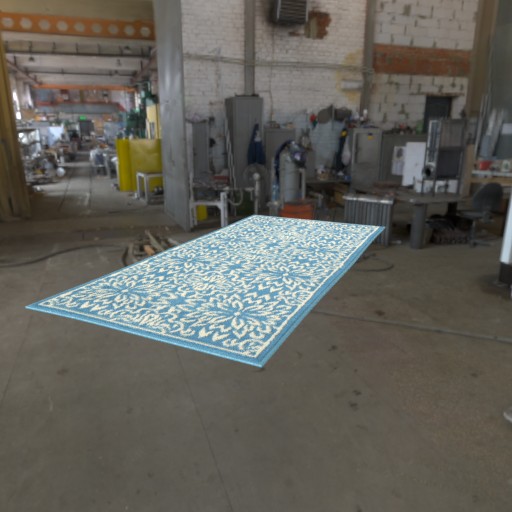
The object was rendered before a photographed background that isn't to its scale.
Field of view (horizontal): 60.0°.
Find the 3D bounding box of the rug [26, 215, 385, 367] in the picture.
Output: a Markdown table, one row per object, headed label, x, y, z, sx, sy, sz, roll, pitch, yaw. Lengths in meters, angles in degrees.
| label | x | y | z | sx | sy | sz | roll | pitch | yaw |
| --- | --- | --- | --- | --- | --- | --- | --- | --- | --- |
| rug | 0.000 | 0.000 | 1.424 | 0.604 | 0.007 | 1.219 | 8 | 18 | 24 |
